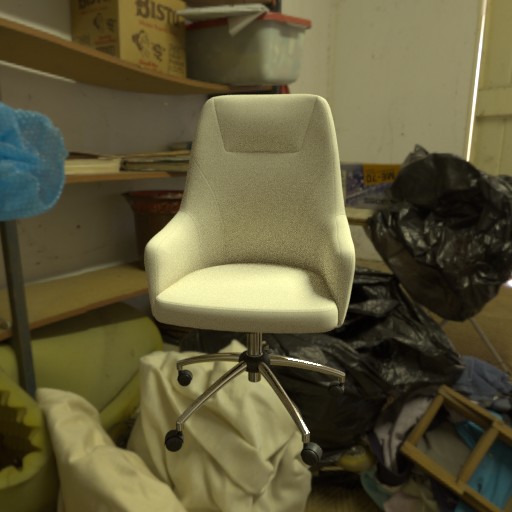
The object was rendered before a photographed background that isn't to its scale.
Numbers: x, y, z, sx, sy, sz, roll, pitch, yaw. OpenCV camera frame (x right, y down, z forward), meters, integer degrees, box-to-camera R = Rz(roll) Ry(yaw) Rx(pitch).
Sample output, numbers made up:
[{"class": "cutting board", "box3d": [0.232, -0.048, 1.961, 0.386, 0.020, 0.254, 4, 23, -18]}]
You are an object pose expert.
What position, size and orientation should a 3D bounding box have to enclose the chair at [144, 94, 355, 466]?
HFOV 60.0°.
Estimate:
[{"class": "chair", "box3d": [0.000, 0.000, 1.448, 0.620, 1.049, 0.640, 2, 14, 8]}]
